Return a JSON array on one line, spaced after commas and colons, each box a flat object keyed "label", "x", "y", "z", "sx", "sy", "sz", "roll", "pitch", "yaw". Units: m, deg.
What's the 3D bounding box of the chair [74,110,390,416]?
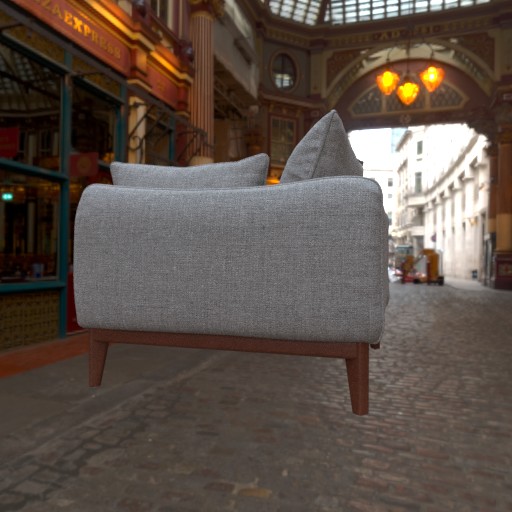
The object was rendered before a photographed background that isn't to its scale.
[{"label": "chair", "x": 0.000, "y": 0.000, "z": 1.711, "sx": 0.976, "sy": 0.839, "sz": 0.993, "roll": 0, "pitch": 0, "yaw": 18}]
